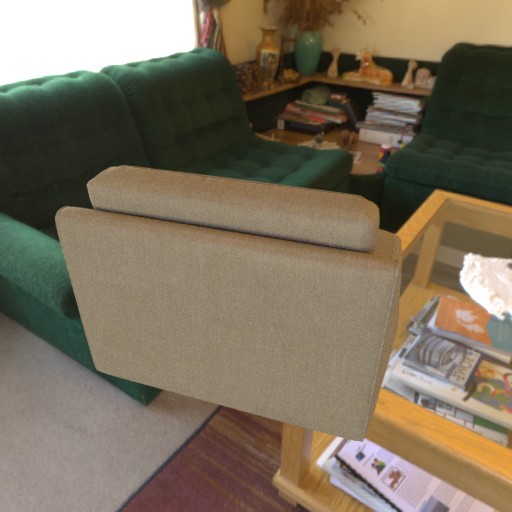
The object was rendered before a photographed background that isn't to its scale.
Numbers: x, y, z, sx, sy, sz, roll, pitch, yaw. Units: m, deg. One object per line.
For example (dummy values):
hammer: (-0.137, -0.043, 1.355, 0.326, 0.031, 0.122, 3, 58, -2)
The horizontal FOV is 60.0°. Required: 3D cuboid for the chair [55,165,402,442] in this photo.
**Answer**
chair: (0.000, 0.000, 2.016, 1.270, 0.974, 1.043, 10, 34, 15)
